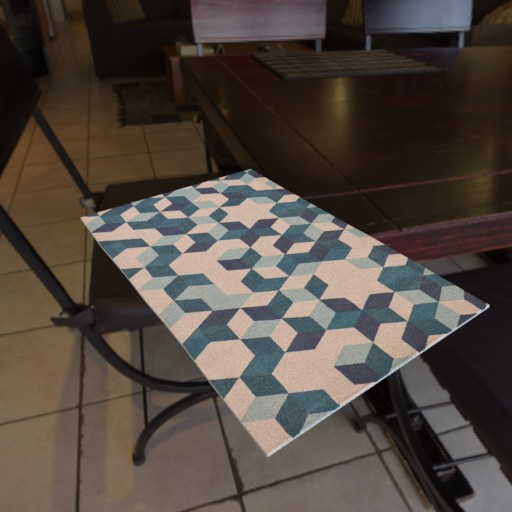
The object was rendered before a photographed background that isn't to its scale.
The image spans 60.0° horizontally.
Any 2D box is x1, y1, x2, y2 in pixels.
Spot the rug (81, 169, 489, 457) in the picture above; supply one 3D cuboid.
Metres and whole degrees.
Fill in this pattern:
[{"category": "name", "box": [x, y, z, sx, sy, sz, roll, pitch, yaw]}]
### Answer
[{"category": "rug", "box": [0.000, 0.000, 2.273, 1.235, 0.014, 1.829, -22, 40, -29]}]
